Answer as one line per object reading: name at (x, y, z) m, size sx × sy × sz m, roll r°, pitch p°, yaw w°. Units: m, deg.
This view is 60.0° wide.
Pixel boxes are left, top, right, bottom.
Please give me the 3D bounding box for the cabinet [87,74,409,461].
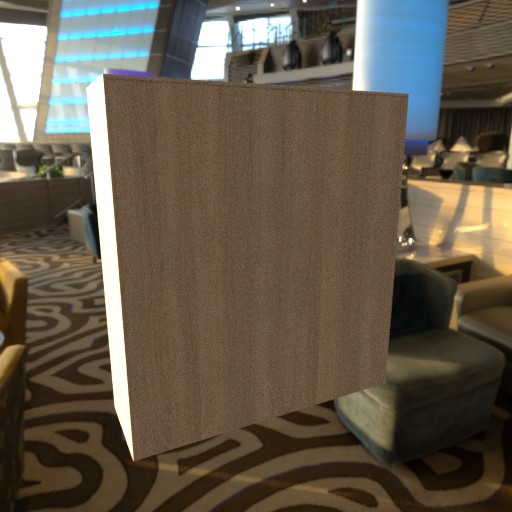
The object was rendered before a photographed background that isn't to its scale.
cabinet at (0.000, 0.000, 2.939) m, size 1.870 × 2.060 × 0.620 m, roll -7°, pitch 16°, yaw -26°
